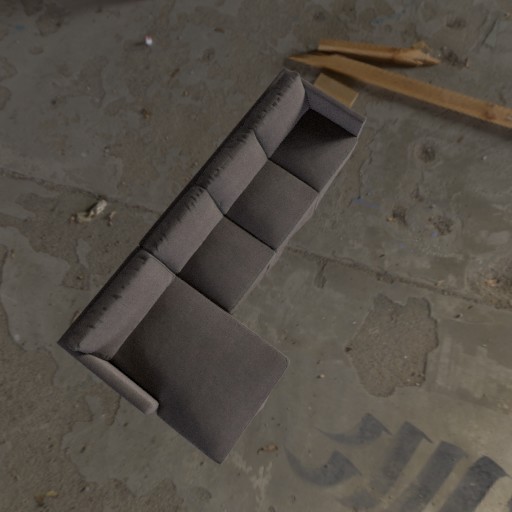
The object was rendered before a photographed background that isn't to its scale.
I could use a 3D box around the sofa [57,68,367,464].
[{"bbox_3d":[0.000,0.000,3.979,1.650,0.922,3.205,35,78,9],"label":"sofa"}]
